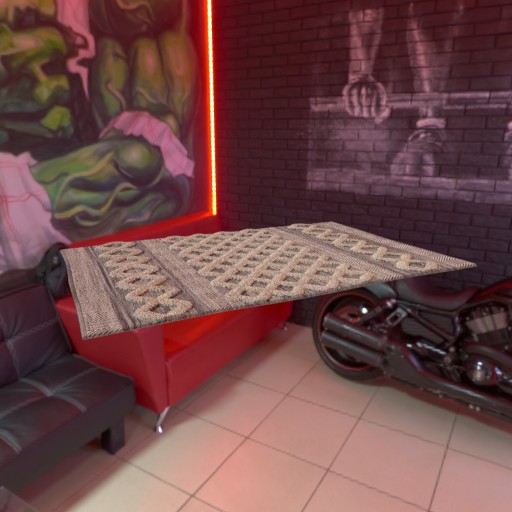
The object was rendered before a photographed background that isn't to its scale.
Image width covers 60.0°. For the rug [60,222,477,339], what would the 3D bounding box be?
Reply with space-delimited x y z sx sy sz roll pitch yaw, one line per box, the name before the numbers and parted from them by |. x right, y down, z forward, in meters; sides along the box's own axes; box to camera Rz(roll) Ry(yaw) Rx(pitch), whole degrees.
rug | 0.000 0.000 2.315 1.823 0.030 1.222 -8 17 -25
